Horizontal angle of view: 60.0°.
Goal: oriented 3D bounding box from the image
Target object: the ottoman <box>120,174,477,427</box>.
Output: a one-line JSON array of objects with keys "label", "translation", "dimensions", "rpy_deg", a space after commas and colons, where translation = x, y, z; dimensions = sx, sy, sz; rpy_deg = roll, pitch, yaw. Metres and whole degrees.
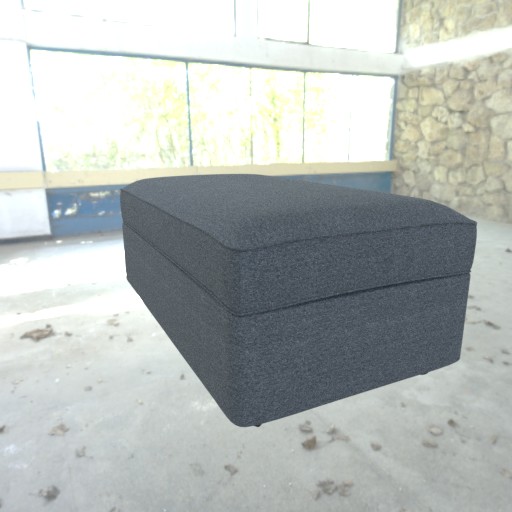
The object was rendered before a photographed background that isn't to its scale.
[{"label": "ottoman", "translation": [0.000, 0.000, 1.497], "dimensions": [0.681, 0.494, 1.173], "rpy_deg": [-7, 16, -26]}]
